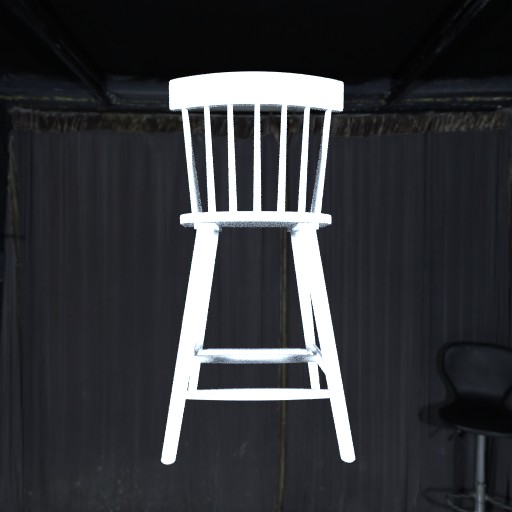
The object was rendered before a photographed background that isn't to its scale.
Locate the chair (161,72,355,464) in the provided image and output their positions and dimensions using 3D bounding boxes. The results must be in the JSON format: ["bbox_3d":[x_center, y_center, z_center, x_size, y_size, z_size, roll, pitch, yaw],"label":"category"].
[{"bbox_3d":[0.000,0.000,1.297,0.483,0.952,0.572,0,0,-1],"label":"chair"}]
